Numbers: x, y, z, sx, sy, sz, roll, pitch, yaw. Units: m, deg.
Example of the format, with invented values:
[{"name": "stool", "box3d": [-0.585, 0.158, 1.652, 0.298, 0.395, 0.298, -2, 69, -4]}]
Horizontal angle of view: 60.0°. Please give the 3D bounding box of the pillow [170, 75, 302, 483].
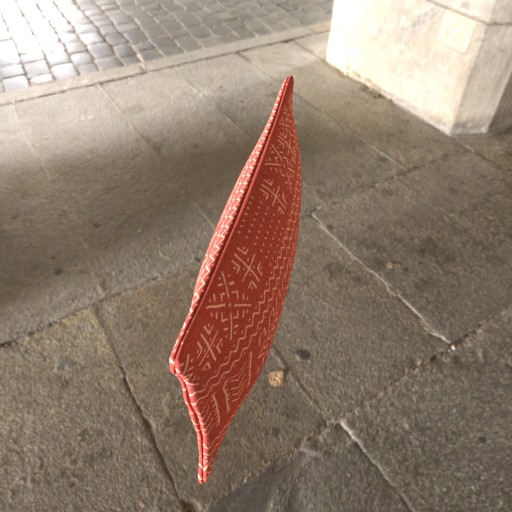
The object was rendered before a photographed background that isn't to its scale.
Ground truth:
[{"name": "pillow", "box3d": [0.000, 0.000, 0.755, 0.130, 0.352, 0.640, 10, 47, 9]}]
